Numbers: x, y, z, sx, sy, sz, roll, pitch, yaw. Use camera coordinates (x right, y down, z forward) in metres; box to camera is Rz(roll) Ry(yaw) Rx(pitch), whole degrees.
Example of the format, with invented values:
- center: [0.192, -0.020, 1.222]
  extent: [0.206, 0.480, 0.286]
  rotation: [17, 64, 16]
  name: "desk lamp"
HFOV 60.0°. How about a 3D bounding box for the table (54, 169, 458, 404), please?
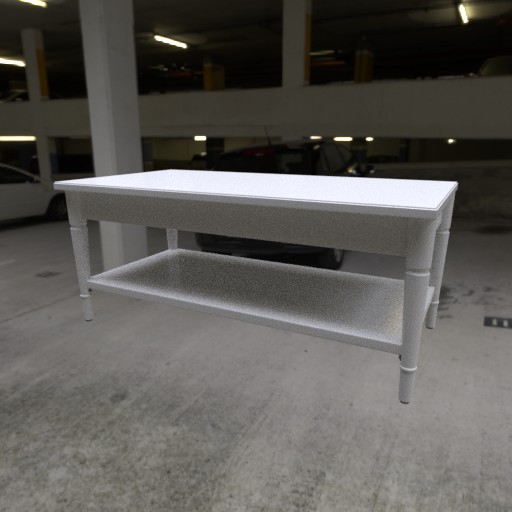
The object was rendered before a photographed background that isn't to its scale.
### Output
- center: [0.000, 0.000, 1.378]
  extent: [1.067, 0.457, 0.559]
  rotation: [8, 17, 26]
  name: "table"
